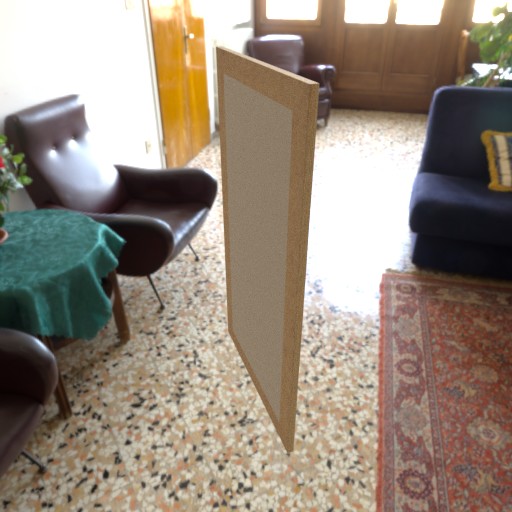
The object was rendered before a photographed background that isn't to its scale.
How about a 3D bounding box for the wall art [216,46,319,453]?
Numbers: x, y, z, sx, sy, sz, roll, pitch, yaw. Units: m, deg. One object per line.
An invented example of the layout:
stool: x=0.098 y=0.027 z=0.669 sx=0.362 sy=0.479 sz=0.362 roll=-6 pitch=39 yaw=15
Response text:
wall art: x=0.000 y=0.000 z=0.840 sx=0.013 sy=0.683 sz=0.381 roll=-11 pitch=33 yaw=-18
